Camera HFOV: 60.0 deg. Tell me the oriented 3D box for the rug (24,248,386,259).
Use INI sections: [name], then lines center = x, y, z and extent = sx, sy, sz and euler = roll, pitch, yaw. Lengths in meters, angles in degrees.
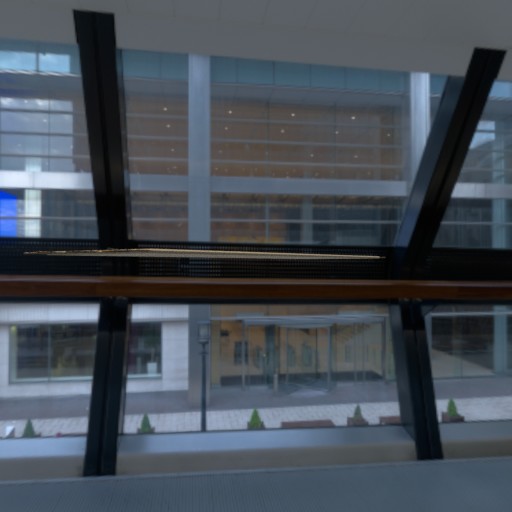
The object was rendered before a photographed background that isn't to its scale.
[rug]
center = 0.000, 0.000, 2.688
extent = 0.729, 0.021, 2.438
euler = -1, -1, 36
